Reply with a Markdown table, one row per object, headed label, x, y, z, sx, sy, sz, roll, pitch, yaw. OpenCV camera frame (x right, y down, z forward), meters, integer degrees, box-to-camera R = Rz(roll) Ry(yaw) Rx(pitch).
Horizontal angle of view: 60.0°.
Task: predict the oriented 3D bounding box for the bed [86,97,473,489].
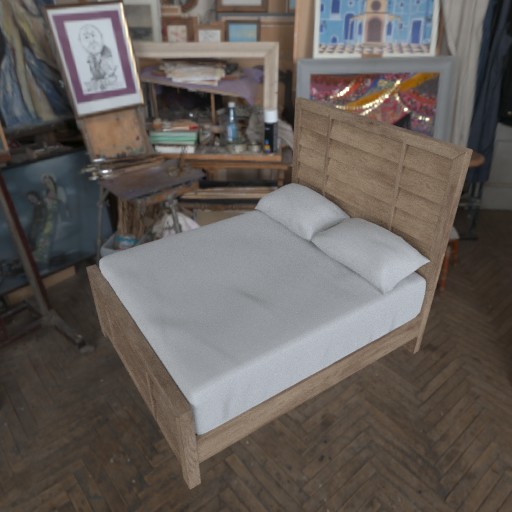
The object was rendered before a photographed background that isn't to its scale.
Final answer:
| label | x | y | z | sx | sy | sz | roll | pitch | yaw |
| --- | --- | --- | --- | --- | --- | --- | --- | --- | --- |
| bed | 0.000 | 0.000 | 3.150 | 2.017 | 1.631 | 1.615 | -20 | 37 | -28 |
